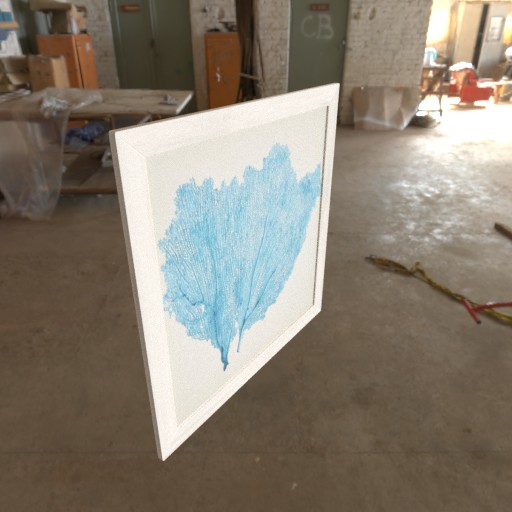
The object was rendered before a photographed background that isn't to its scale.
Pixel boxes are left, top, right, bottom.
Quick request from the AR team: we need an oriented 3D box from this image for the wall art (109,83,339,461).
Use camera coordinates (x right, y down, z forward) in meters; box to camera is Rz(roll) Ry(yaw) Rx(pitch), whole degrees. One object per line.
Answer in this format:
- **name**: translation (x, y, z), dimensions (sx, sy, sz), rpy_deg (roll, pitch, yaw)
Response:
- **wall art**: translation (0.000, 0.000, 0.872), dimensions (0.013, 0.584, 0.584), rpy_deg (19, 33, 31)
